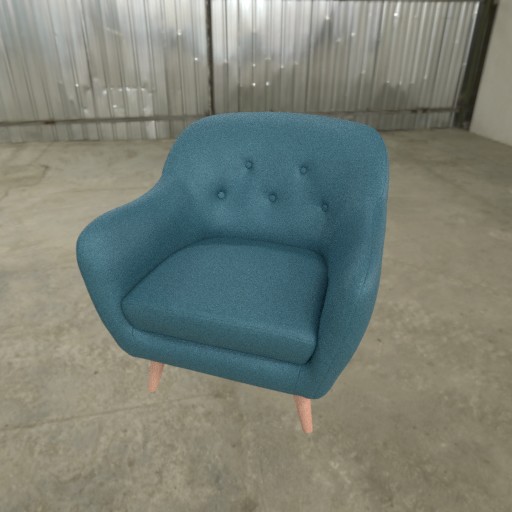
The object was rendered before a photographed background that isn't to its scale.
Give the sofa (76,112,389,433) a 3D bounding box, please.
[{"bbox_3d":[0.000,0.000,1.526,0.836,0.817,0.825,9,30,16],"label":"sofa"}]
